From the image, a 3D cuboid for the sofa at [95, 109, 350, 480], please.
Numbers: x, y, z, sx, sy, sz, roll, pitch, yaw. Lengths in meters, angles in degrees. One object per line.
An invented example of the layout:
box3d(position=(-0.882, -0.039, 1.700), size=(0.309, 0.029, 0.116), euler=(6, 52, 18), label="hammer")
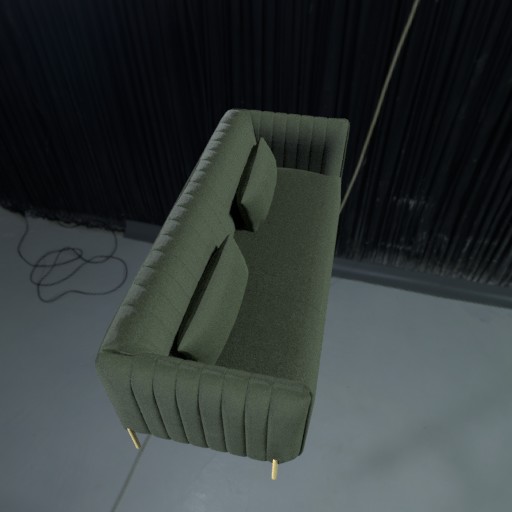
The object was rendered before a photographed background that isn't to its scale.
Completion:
box3d(position=(0.000, 0.000, 2.590), size=(0.896, 0.793, 2.137), euler=(9, 46, 9), label="sofa")
